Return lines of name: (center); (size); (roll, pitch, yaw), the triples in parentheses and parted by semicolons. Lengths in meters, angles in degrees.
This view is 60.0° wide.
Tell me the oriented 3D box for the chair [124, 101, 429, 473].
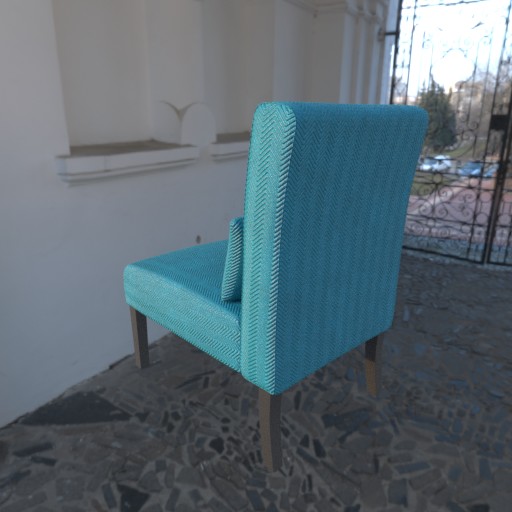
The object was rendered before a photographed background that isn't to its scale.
chair: (0.000, 0.000, 1.440); (0.579, 0.927, 0.808); (-16, 24, -41)
